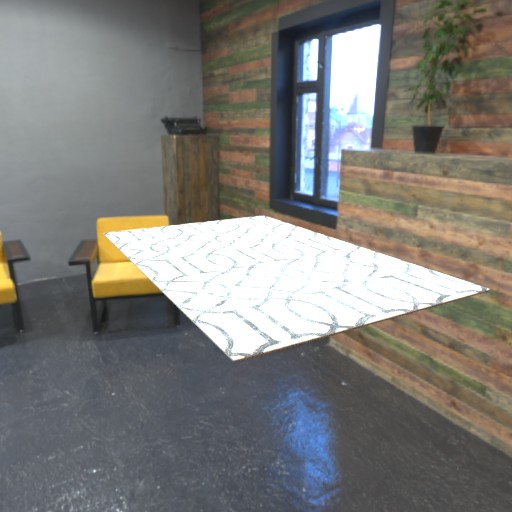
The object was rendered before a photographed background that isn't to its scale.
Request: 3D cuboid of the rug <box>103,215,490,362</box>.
[{"bbox_3d":[0.000,0.000,2.973,1.521,0.017,2.365,-9,18,-28],"label":"rug"}]
